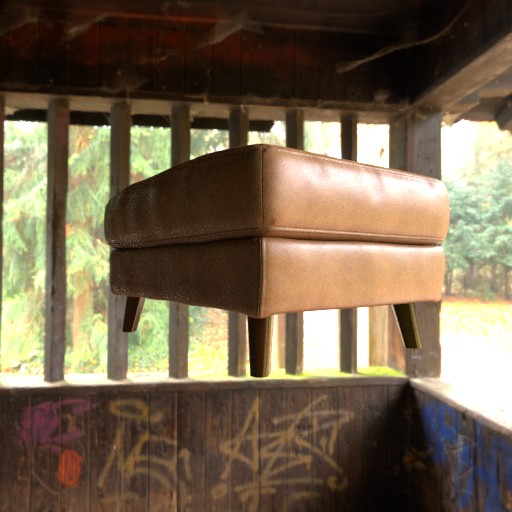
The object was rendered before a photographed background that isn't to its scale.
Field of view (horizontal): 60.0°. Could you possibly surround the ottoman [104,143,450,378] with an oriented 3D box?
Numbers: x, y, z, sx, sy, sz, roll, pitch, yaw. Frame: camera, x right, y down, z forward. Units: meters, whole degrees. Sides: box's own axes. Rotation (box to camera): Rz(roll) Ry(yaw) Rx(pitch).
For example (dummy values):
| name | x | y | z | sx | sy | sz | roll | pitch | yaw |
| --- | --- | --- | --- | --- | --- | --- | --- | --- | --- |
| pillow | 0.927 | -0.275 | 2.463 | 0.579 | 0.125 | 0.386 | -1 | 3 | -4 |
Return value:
| name | x | y | z | sx | sy | sz | roll | pitch | yaw |
| --- | --- | --- | --- | --- | --- | --- | --- | --- | --- |
| ottoman | 0.000 | 0.000 | 1.246 | 0.630 | 0.461 | 0.869 | 1 | -2 | -36 |
